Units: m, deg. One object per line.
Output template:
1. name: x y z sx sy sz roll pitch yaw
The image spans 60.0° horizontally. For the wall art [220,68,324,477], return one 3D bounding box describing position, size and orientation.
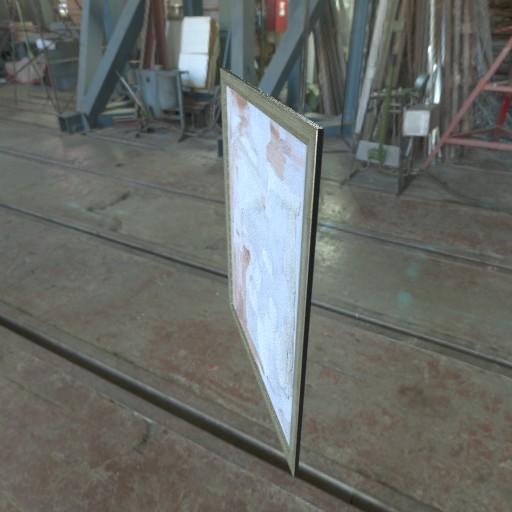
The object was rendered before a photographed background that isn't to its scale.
1. wall art: 0.000 0.000 0.781 0.009 0.559 0.483 -8 31 -13
